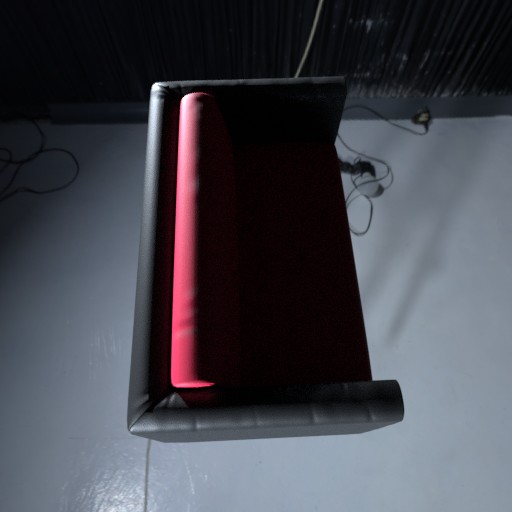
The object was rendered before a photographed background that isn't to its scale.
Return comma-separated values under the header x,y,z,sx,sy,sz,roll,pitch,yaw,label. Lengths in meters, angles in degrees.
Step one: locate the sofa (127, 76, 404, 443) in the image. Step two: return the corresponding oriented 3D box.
x,y,z,sx,sy,sz,roll,pitch,yaw,label
0.000,0.000,1.882,0.845,0.735,1.410,-2,65,-1,sofa
